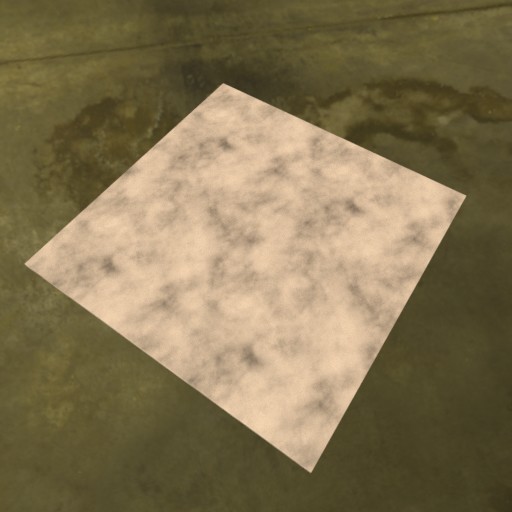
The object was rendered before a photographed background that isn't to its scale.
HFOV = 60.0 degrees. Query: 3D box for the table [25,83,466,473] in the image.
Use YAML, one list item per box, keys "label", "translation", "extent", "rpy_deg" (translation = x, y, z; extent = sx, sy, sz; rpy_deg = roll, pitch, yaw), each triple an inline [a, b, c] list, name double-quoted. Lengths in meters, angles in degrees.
- label: "table"
  translation: [0.000, 0.000, 1.374]
  extent: [0.890, 0.305, 0.890]
  rpy_deg: [30, 64, 17]
